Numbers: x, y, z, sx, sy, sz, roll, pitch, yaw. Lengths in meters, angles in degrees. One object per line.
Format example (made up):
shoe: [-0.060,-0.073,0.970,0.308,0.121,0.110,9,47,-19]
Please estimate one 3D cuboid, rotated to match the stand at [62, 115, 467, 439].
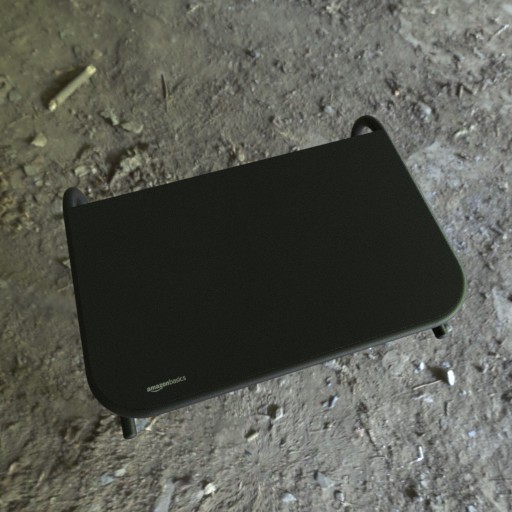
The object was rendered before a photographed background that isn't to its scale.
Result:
stand: [0.000,0.000,0.493,0.370,0.108,0.280,-16,66,-7]
